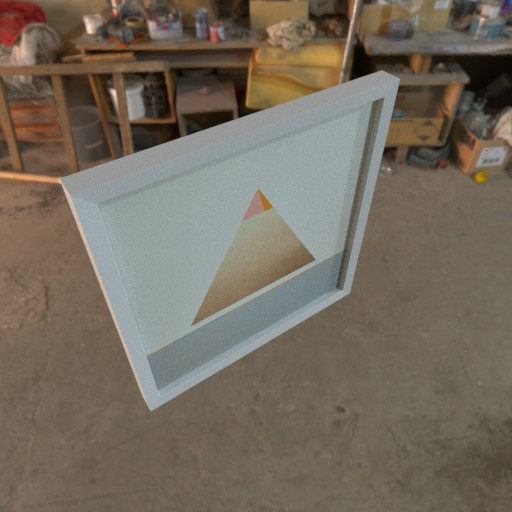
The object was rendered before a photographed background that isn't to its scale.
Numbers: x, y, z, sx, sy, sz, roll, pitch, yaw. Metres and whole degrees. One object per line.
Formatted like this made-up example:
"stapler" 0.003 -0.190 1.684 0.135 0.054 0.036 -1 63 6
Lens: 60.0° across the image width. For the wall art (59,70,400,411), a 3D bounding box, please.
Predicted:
"wall art" 0.000 0.000 1.945 1.289 1.291 0.098 -26 51 -24
